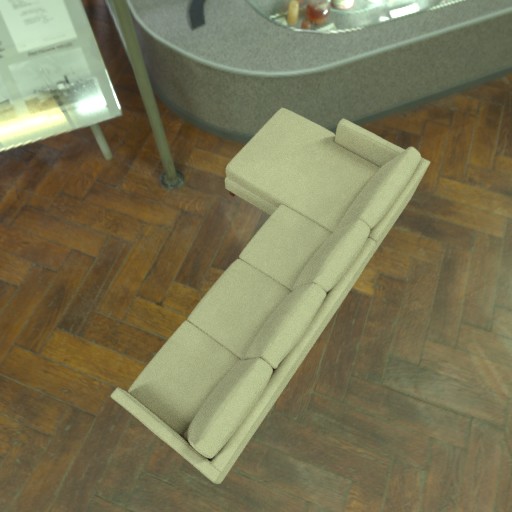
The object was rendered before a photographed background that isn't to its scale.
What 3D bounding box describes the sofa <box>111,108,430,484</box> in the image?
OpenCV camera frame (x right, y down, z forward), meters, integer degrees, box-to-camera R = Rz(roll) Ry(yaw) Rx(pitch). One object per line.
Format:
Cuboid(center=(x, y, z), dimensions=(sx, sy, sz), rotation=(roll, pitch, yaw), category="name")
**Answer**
Cuboid(center=(0.000, 0.000, 3.839), dimensions=(1.625, 0.846, 3.186), rotation=(33, 67, 15), category="sofa")
